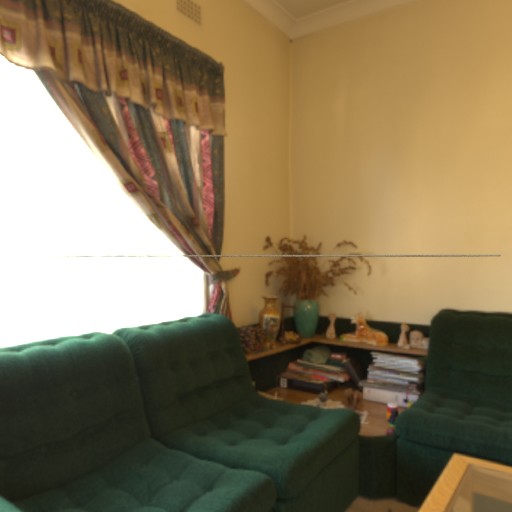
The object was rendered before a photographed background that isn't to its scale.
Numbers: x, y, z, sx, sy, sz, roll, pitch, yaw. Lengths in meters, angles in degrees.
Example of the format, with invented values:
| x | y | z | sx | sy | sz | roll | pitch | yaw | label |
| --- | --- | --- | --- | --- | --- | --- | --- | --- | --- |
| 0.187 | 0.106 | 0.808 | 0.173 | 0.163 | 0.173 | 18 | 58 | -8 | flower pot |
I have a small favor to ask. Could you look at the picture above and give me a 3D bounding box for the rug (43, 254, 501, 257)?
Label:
| x | y | z | sx | sy | sz | roll | pitch | yaw | label |
| --- | --- | --- | --- | --- | --- | --- | --- | --- | --- |
| 0.000 | 0.000 | 2.432 | 2.275 | 0.009 | 0.684 | 0 | 0 | 18 | rug |
